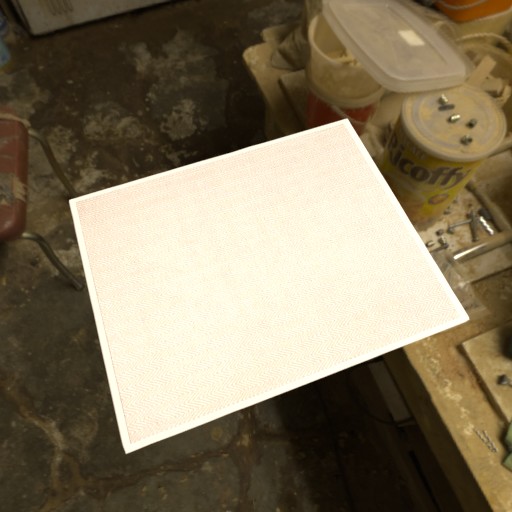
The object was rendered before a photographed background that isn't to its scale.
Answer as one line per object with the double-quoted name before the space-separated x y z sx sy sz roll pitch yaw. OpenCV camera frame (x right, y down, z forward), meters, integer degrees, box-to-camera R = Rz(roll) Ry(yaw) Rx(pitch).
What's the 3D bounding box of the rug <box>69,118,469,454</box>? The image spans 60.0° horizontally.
"rug" 0.000 0.000 4.055 3.009 0.019 2.423 -18 65 -9
